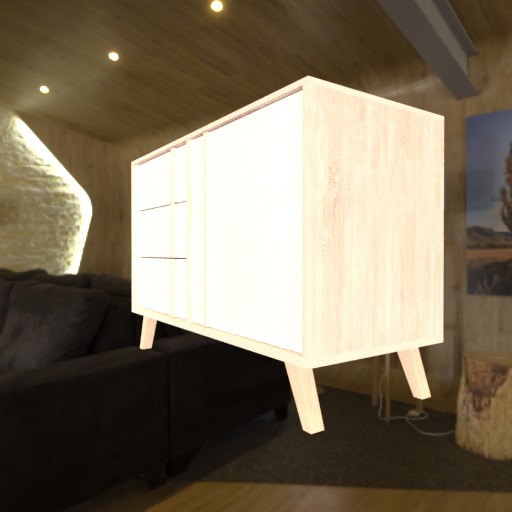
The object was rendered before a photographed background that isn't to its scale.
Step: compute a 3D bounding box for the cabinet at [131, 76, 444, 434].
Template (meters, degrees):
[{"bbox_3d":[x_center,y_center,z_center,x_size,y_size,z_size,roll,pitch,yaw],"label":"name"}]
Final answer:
[{"bbox_3d":[0.000,0.000,1.546,0.500,0.780,1.110,0,1,-35],"label":"cabinet"}]
